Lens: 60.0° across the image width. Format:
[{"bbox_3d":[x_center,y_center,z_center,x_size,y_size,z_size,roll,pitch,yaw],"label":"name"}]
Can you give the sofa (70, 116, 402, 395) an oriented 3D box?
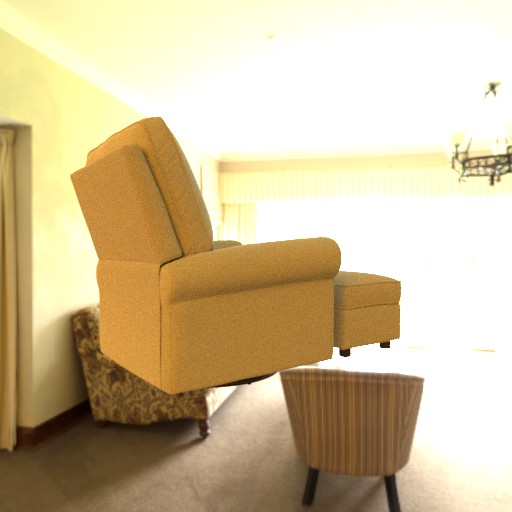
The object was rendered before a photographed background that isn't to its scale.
[{"bbox_3d":[0.000,0.000,2.056,1.478,0.959,0.880,-1,1,-36],"label":"sofa"}]
